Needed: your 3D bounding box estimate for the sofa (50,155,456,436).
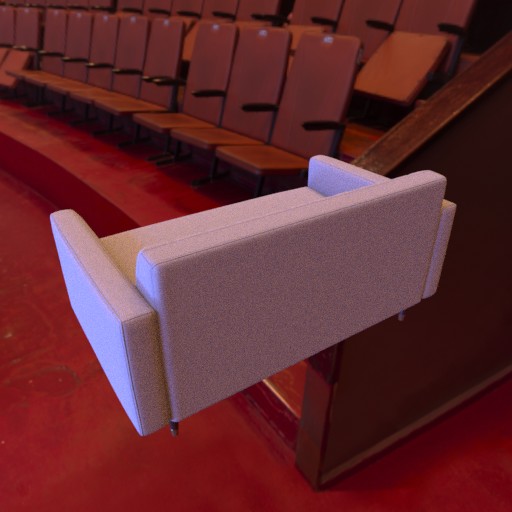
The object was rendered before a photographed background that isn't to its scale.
[{"bbox_3d":[0.000,0.000,2.087,1.585,0.801,0.950,-18,34,-29],"label":"sofa"}]
